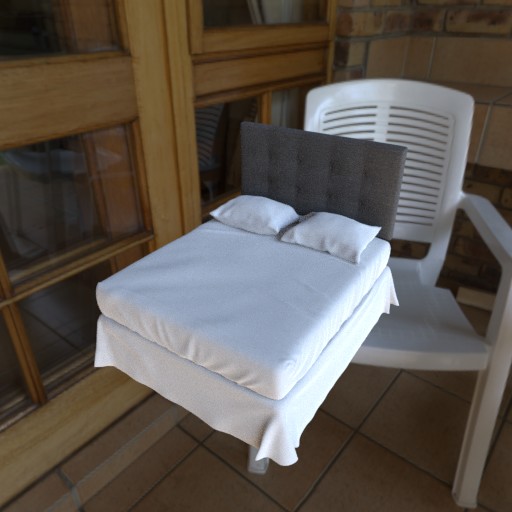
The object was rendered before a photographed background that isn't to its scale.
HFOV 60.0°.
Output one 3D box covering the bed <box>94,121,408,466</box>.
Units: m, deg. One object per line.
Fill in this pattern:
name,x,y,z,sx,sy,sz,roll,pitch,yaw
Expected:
bed,0.000,0.000,3.622,1.936,1.577,2.222,18,35,29
